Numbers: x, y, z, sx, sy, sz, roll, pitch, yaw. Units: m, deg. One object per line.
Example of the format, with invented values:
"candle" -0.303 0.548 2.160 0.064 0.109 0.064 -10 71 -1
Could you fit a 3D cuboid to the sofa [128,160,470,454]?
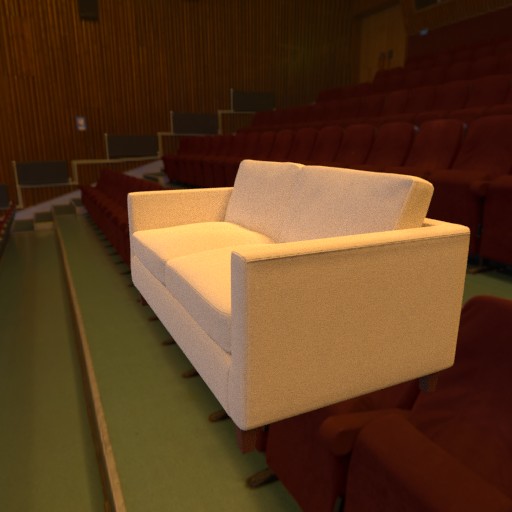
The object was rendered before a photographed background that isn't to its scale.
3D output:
"sofa" 0.000 0.000 2.205 0.964 0.888 1.702 -7 16 -25
